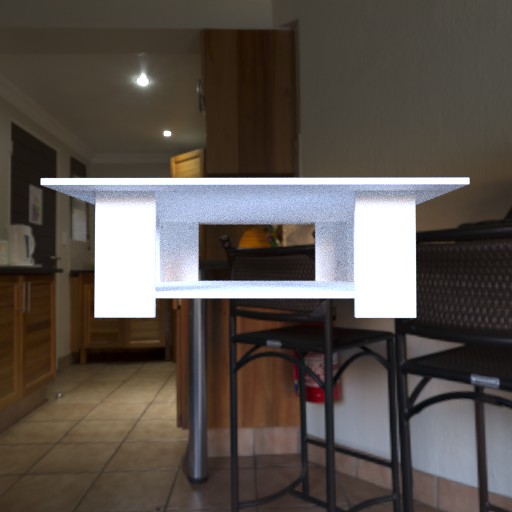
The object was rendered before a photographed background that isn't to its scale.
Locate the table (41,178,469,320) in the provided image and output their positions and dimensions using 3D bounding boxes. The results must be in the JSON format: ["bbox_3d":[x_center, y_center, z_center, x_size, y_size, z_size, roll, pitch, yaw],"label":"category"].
[{"bbox_3d":[0.000,0.000,1.361,0.890,0.305,0.890,0,-1,0],"label":"table"}]
